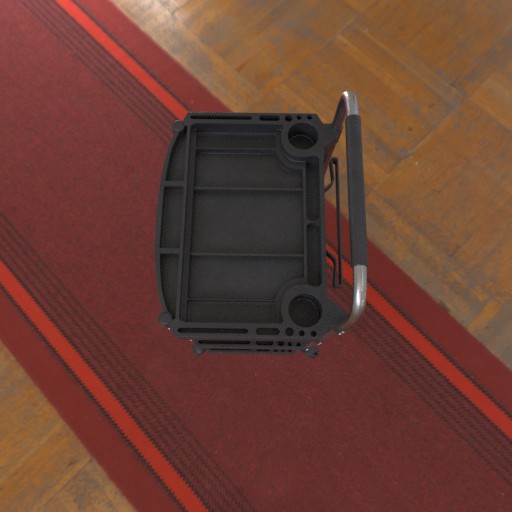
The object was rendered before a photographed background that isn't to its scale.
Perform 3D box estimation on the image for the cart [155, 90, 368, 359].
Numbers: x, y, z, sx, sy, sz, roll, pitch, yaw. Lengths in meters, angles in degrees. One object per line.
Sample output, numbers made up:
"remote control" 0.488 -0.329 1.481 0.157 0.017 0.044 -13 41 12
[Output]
"cart" 0.000 0.000 1.379 0.518 1.075 0.584 1 75 0
